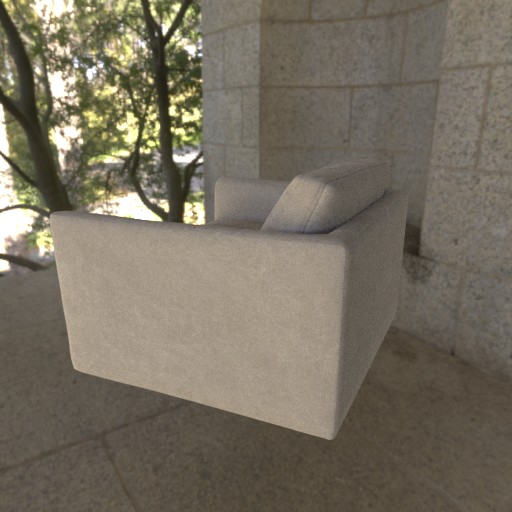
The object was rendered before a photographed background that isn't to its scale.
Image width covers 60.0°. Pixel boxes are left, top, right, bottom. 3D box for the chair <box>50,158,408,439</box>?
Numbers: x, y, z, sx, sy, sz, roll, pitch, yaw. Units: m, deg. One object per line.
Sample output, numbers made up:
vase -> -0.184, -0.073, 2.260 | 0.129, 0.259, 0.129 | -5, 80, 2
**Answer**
chair -> 0.000, 0.000, 1.908 | 1.091, 0.845, 1.190 | 8, 19, 26
